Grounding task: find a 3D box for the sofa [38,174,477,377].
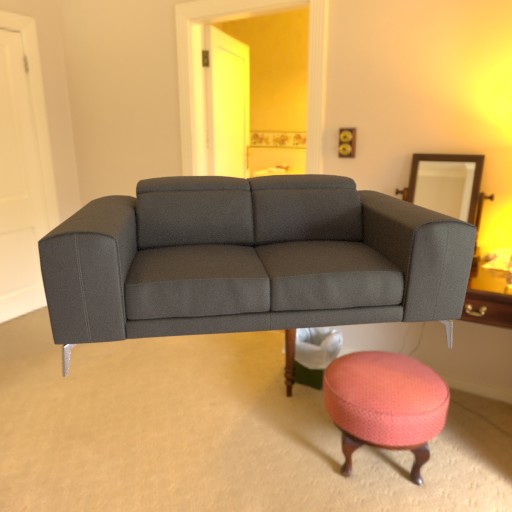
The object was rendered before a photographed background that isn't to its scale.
[{"bbox_3d":[0.000,0.000,2.379,1.895,0.779,1.003,-2,16,-8],"label":"sofa"}]
